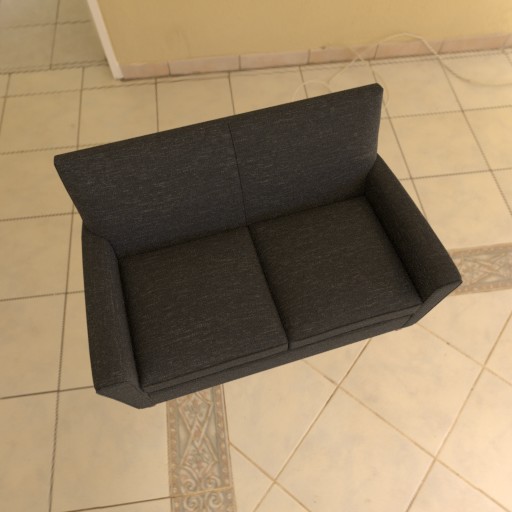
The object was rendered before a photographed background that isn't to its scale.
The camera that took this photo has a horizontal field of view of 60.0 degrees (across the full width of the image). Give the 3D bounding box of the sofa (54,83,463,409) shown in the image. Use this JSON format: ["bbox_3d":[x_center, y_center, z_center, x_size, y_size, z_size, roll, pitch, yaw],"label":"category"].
[{"bbox_3d":[0.000,0.000,1.944,1.420,0.846,0.875,-15,63,-8],"label":"sofa"}]
